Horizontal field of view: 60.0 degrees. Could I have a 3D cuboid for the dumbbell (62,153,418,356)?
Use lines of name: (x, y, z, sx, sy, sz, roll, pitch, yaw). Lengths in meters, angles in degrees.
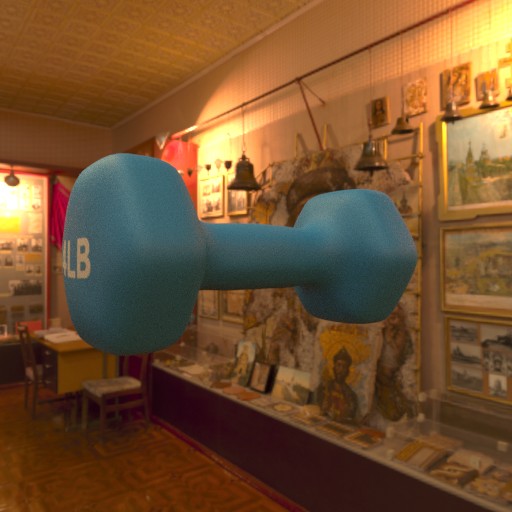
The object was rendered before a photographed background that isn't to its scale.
dumbbell: (0.000, 0.000, 0.192, 0.152, 0.066, 0.074, 0, -1, -37)
